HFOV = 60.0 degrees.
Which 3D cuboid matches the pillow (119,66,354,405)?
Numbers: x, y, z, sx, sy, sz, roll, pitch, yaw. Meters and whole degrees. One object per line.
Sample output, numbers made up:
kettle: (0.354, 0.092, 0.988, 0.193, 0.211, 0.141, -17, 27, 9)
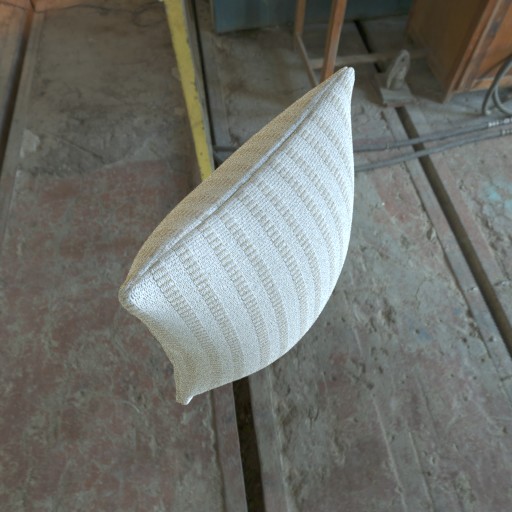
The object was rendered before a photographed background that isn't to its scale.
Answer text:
pillow: (0.000, 0.000, 0.682, 0.247, 0.419, 0.438, 32, 64, 18)
